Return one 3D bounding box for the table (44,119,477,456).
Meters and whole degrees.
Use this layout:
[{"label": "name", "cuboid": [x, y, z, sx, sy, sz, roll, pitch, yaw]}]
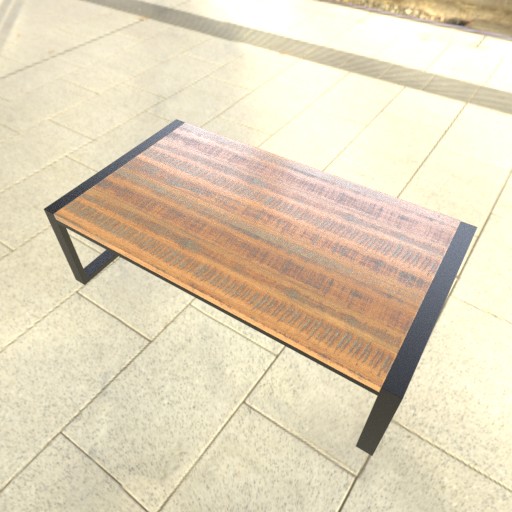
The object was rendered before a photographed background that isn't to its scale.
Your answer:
[{"label": "table", "cuboid": [0.000, 0.000, 1.719, 1.350, 0.400, 0.750, 25, 52, 22]}]
